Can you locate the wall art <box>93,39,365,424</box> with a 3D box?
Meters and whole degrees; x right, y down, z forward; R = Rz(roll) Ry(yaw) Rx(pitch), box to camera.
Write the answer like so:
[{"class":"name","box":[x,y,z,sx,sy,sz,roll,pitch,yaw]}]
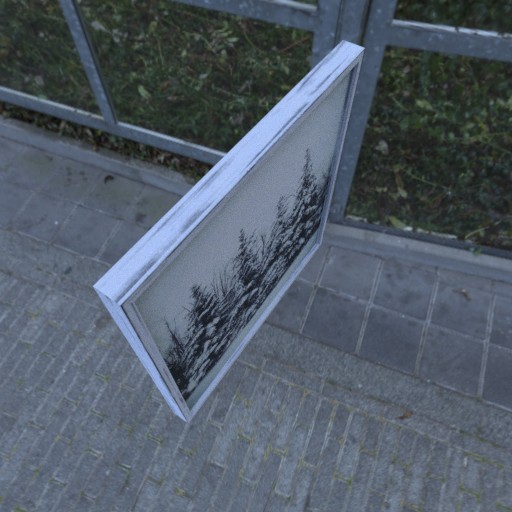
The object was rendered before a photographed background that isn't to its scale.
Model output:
[{"class":"wall art","box":[0.000,0.000,0.751,0.038,0.506,0.506,30,62,18]}]
